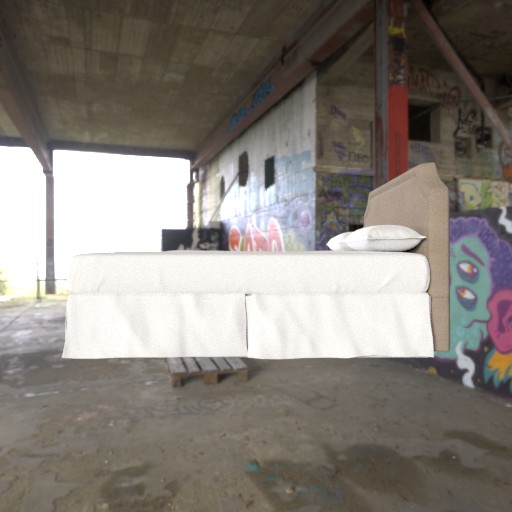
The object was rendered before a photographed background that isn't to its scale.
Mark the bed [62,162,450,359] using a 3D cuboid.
[{"bbox_3d":[0.000,0.000,3.725,2.498,1.293,1.977,0,0,0],"label":"bed"}]
